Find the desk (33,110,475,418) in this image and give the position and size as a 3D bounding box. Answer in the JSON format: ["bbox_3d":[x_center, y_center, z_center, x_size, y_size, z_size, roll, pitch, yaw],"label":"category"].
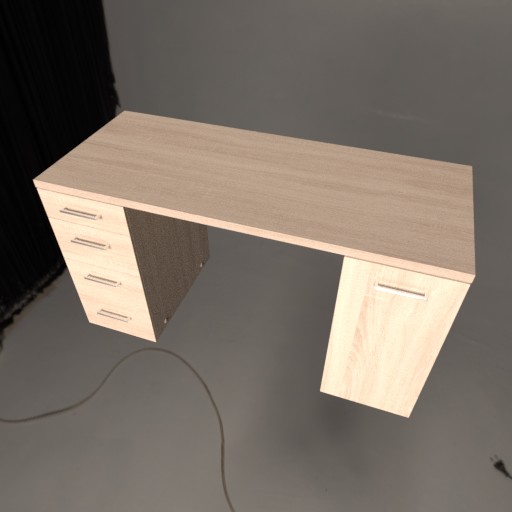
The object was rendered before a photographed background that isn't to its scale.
[{"bbox_3d":[0.000,0.000,1.747,1.390,0.740,0.600,13,44,14],"label":"desk"}]
